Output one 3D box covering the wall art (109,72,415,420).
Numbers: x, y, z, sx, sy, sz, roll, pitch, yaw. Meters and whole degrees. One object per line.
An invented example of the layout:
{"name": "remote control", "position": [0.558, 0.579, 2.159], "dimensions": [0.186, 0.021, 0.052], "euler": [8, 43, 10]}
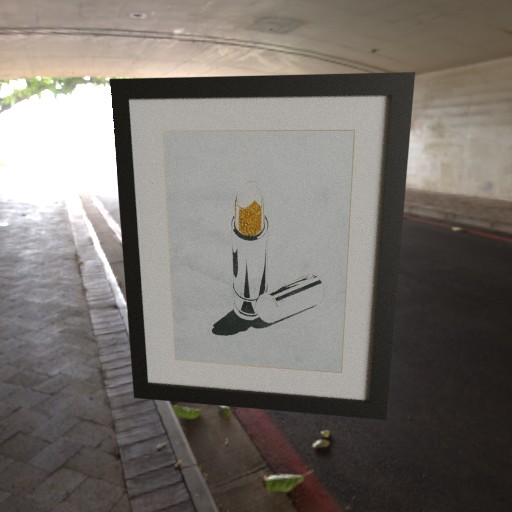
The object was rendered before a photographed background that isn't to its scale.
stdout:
{"name": "wall art", "position": [0.000, 0.000, 0.740], "dimensions": [0.457, 0.559, 0.029], "euler": [2, 15, 8]}
